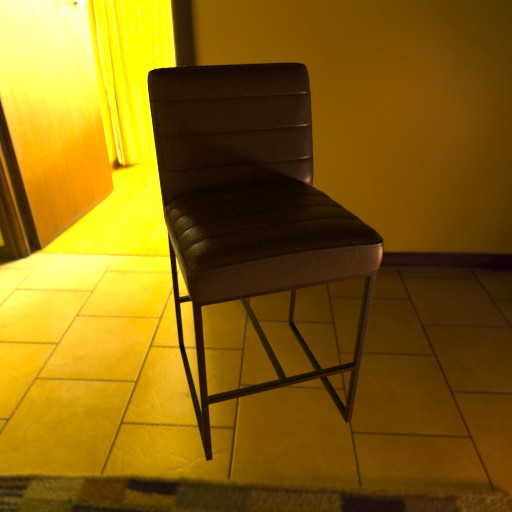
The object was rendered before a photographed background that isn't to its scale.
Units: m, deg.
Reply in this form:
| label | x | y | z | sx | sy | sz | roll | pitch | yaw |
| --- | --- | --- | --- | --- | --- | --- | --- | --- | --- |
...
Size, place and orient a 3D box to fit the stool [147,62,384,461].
| label | x | y | z | sx | sy | sz | roll | pitch | yaw |
| --- | --- | --- | --- | --- | --- | --- | --- | --- | --- |
| stool | 0.000 | 0.000 | 1.235 | 0.457 | 0.938 | 0.552 | -9 | 31 | -15 |
